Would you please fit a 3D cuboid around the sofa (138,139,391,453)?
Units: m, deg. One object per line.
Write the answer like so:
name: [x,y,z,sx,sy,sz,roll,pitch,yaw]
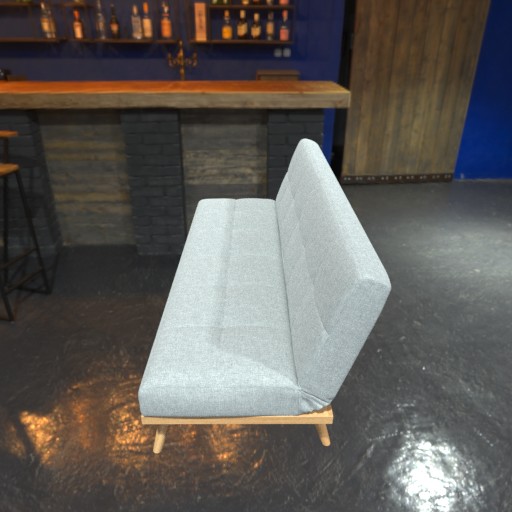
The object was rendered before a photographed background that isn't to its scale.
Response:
sofa: [0.000,0.000,2.244,0.800,0.800,1.820,0,27,0]
